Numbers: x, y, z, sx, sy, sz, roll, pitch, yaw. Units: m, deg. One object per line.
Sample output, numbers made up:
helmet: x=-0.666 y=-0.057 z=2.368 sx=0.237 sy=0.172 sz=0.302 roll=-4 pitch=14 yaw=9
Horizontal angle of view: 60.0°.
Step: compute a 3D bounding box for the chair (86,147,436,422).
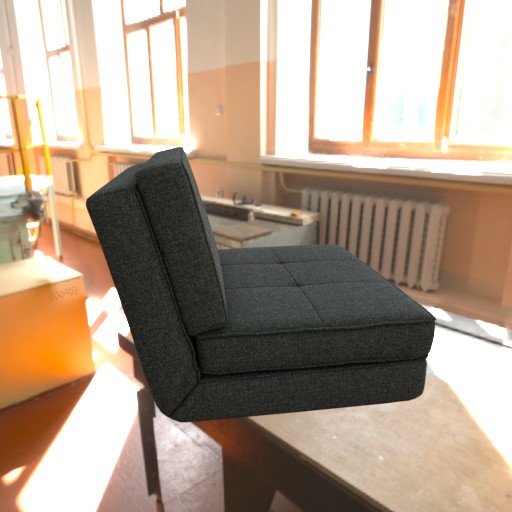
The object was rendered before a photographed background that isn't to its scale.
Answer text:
chair: x=0.000 y=0.000 z=1.334 sx=0.800 sy=0.615 sz=0.740 roll=-3 pitch=16 yaw=-9
